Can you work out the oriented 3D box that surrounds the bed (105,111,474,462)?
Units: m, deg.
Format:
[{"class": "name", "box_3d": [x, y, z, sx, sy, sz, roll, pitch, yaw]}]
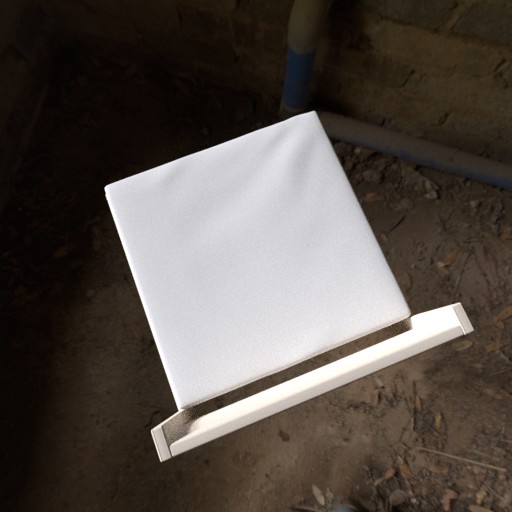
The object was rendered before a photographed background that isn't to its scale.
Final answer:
[{"class": "bed", "box_3d": [0.000, 0.000, 3.709, 2.145, 1.471, 2.293, -21, 78, -5]}]
